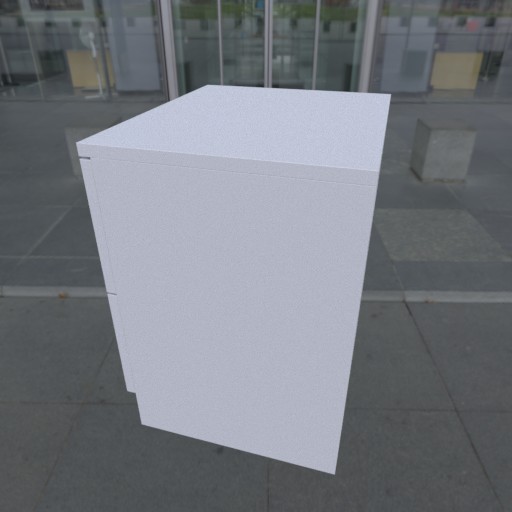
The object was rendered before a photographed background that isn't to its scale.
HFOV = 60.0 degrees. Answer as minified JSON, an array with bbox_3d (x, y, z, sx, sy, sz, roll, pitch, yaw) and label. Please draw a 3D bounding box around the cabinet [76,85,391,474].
[{"bbox_3d":[0.000,0.000,0.748,0.360,0.470,0.400,8,31,14],"label":"cabinet"}]
